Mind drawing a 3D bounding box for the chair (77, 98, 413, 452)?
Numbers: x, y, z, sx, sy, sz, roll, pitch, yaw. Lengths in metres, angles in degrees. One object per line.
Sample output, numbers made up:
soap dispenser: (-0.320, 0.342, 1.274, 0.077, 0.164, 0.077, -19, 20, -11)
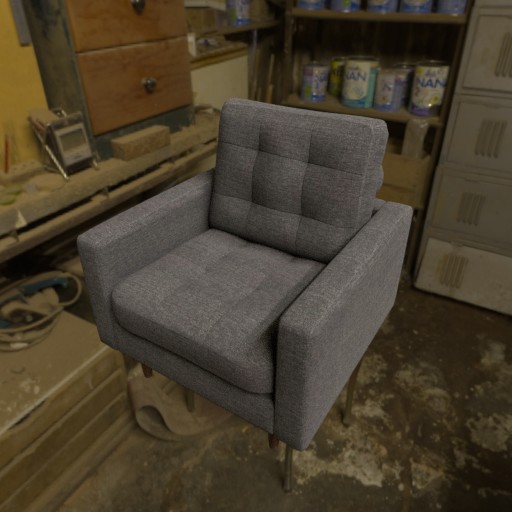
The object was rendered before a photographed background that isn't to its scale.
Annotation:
chair: (0.000, 0.000, 1.513, 0.821, 0.880, 0.843, 19, 36, 27)
